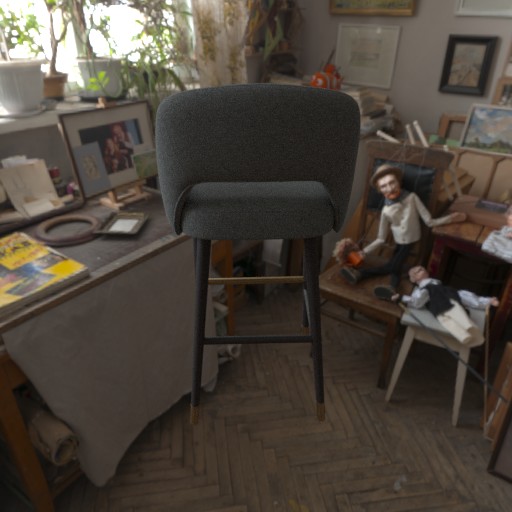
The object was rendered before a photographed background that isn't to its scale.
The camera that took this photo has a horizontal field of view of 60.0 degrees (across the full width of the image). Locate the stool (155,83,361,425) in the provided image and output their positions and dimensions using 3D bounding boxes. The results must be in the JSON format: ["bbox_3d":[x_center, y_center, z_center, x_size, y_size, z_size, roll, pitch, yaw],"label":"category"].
[{"bbox_3d":[0.000,0.000,1.401,0.536,1.089,0.524,-1,29,-2],"label":"stool"}]
